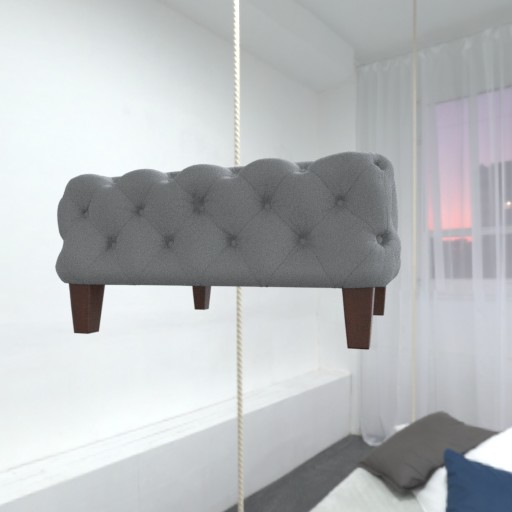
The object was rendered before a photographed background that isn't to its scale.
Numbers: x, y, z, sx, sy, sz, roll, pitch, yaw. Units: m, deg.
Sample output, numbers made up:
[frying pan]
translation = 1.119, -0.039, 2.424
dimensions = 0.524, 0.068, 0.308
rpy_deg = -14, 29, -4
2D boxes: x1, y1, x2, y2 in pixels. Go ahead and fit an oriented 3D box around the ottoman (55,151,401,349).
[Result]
[ottoman]
translation = 0.000, 0.000, 1.222
dimensions = 0.764, 0.365, 0.758
rpy_deg = -1, -2, 18
